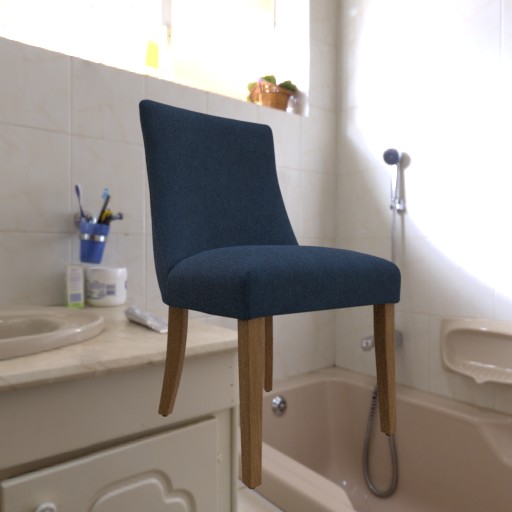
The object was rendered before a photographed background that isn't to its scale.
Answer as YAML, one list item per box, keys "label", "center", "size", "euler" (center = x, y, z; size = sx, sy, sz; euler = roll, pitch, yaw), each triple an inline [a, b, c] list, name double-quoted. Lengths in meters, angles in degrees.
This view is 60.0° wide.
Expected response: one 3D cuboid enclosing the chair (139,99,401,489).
- label: "chair"
  center: [0.000, 0.000, 1.212]
  size: [0.495, 0.902, 0.609]
  euler: [0, 1, -36]
